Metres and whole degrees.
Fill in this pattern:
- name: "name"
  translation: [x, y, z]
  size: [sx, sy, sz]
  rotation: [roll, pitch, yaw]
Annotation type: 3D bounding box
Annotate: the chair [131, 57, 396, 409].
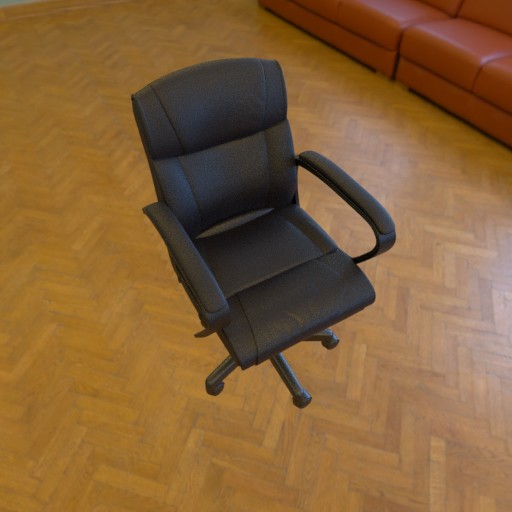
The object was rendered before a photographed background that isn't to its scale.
- name: "chair"
  translation: [0.000, 0.000, 1.395]
  size: [0.576, 0.998, 0.641]
  rotation: [-23, 50, -20]
